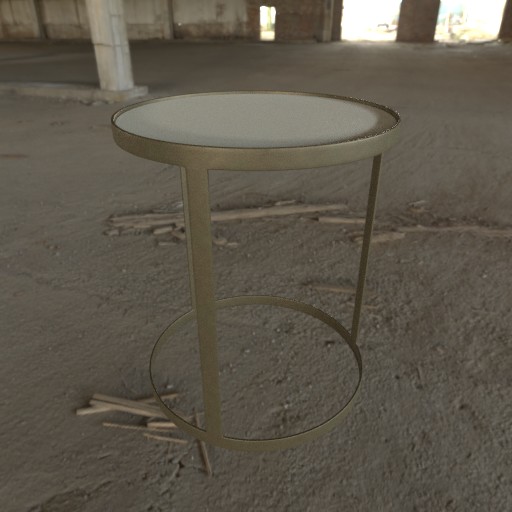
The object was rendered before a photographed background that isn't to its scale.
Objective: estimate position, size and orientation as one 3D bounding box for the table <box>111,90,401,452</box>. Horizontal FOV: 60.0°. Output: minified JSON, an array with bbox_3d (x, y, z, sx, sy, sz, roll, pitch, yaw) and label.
[{"bbox_3d":[0.000,0.000,0.896,0.480,0.565,0.480,0,29,0],"label":"table"}]
